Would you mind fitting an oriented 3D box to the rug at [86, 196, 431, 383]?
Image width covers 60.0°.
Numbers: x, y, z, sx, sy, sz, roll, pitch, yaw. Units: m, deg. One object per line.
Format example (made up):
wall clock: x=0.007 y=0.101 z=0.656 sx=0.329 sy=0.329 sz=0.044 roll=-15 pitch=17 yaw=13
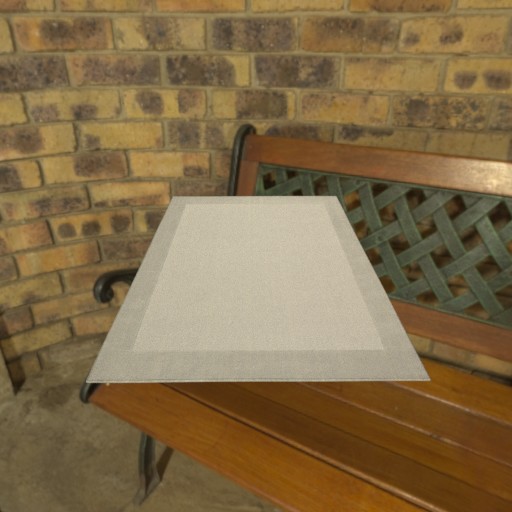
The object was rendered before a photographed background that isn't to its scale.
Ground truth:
rug: x=0.000 y=0.000 z=3.040 sx=1.524 sy=0.014 sz=2.438 roll=0 pitch=27 yaw=0
